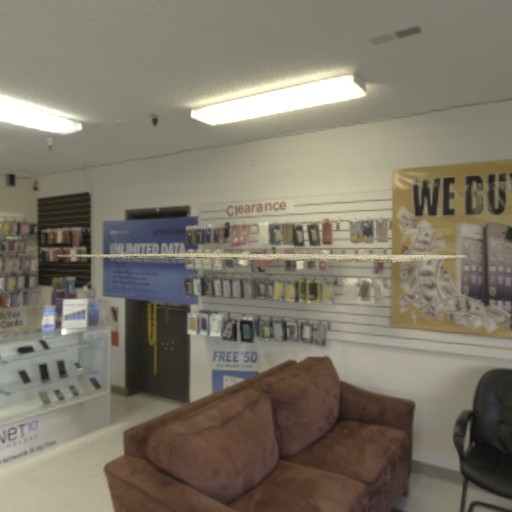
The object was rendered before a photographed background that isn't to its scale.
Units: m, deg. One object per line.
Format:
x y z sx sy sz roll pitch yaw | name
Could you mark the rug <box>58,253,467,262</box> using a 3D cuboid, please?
0.000 0.000 3.113 2.444 0.012 1.530 1 1 36 | rug
